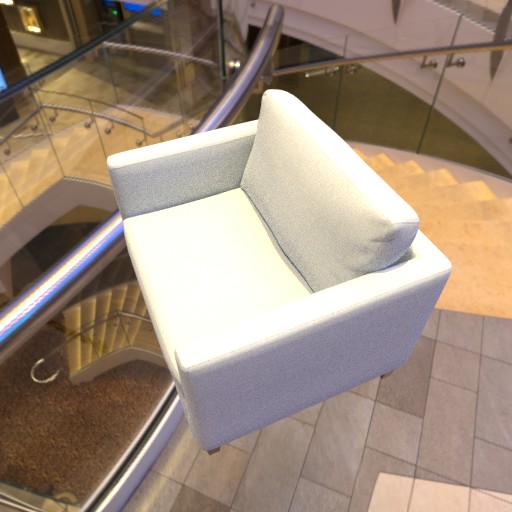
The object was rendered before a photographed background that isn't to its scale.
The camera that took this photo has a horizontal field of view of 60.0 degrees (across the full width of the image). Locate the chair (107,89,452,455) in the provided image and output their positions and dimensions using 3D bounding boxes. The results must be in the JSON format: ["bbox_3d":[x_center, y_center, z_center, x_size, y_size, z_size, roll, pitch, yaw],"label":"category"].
[{"bbox_3d":[0.000,0.000,1.829,0.953,0.961,1.107,-18,50,-16],"label":"chair"}]
